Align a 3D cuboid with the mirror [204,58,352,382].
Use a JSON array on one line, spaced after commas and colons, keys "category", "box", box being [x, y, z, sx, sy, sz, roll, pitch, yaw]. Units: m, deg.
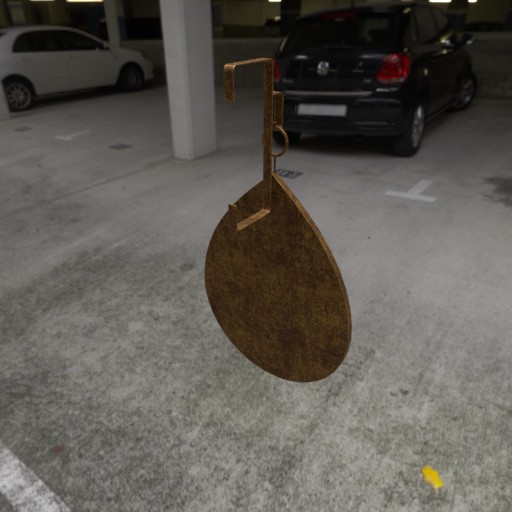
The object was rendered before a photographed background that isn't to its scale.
[{"category": "mirror", "box": [0.000, 0.000, 0.915, 0.405, 0.744, 0.144, 21, 36, 31]}]
